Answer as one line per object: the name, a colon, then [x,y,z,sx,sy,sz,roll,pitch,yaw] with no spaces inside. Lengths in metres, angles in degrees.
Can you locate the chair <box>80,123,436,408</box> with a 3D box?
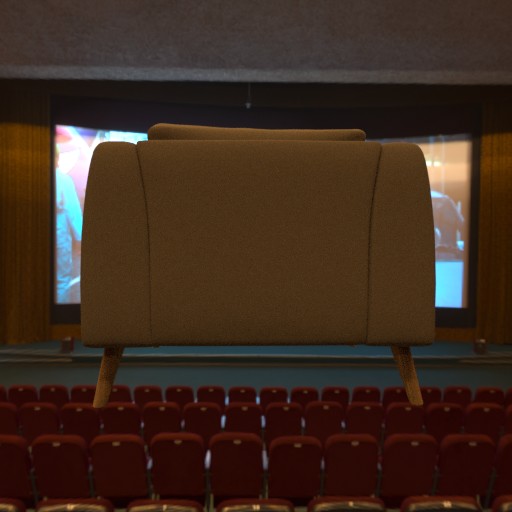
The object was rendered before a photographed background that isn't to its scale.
chair: [0.000,0.000,1.688,1.000,0.860,0.930,0,1,-1]
